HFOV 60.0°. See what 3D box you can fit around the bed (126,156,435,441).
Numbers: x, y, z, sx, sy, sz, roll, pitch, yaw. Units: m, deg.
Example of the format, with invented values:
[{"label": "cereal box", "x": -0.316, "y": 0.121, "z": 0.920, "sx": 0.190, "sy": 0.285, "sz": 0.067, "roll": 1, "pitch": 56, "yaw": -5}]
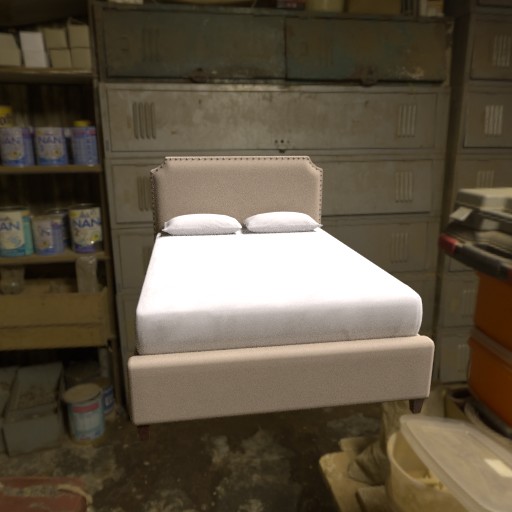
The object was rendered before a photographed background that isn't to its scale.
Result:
[{"label": "bed", "x": 0.000, "y": 0.000, "z": 3.421, "sx": 1.703, "sy": 1.415, "sz": 2.329, "roll": -2, "pitch": 15, "yaw": -9}]
